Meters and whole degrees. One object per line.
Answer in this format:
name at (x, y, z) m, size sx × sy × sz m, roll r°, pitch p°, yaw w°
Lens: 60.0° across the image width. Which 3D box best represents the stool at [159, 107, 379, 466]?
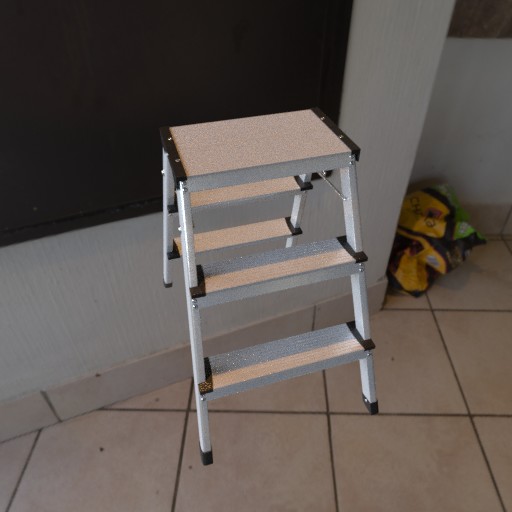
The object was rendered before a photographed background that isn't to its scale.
stool at (0.000, 0.000, 1.053) m, size 0.437 × 0.605 × 0.622 m, roll -11°, pitch 42°, yaw -13°
